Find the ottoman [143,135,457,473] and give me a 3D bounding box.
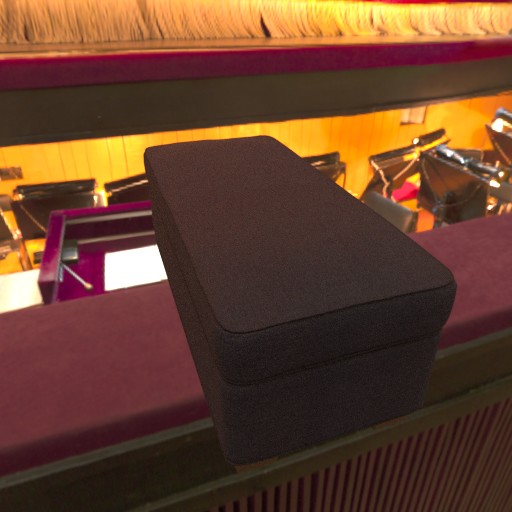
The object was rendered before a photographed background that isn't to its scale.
[{"bbox_3d":[0.000,0.000,1.348,0.515,0.460,1.110,-10,32,-16],"label":"ottoman"}]
